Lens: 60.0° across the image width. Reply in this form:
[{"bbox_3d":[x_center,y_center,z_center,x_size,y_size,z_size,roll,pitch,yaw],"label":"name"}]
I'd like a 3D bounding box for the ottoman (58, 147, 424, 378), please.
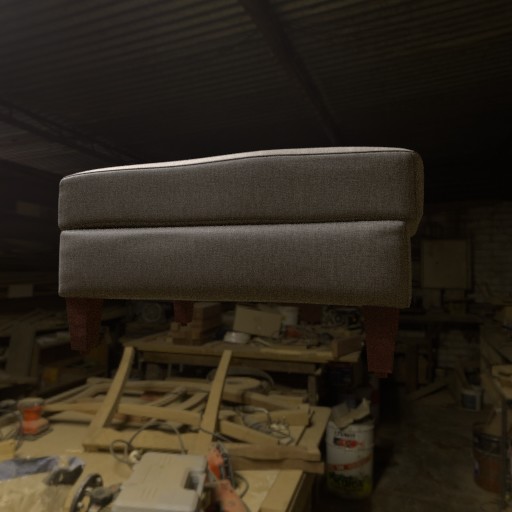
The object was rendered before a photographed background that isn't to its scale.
[{"bbox_3d":[0.000,0.000,1.248,0.873,0.494,0.639,0,-1,18],"label":"ottoman"}]
